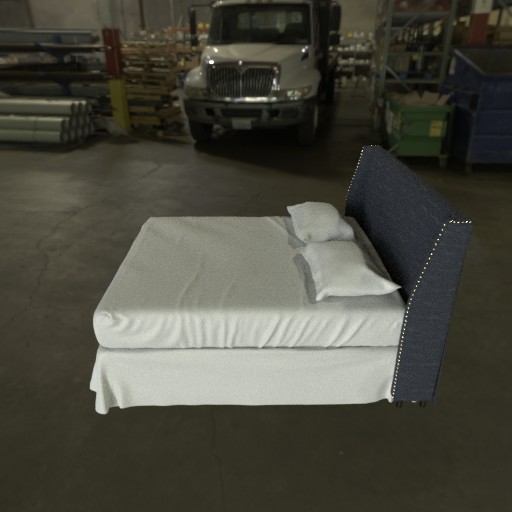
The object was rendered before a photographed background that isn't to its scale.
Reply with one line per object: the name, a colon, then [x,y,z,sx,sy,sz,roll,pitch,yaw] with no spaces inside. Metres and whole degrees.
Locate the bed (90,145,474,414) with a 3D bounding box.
bed: [0.000,0.000,3.412,2.276,1.332,1.925,0,26,-1]
